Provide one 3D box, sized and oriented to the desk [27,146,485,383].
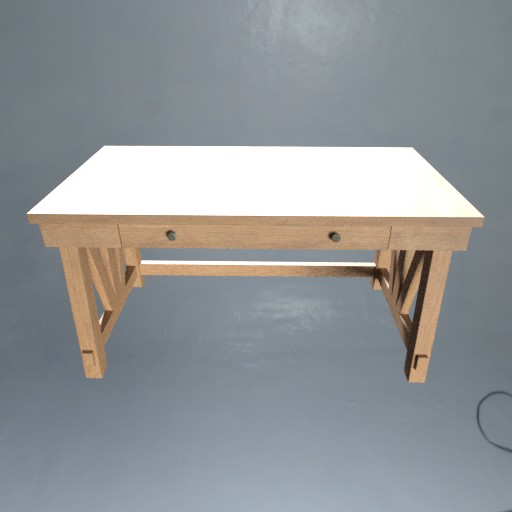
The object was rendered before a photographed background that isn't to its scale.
[{"bbox_3d":[0.000,0.000,1.990,1.499,0.762,0.813,1,29,1],"label":"desk"}]
